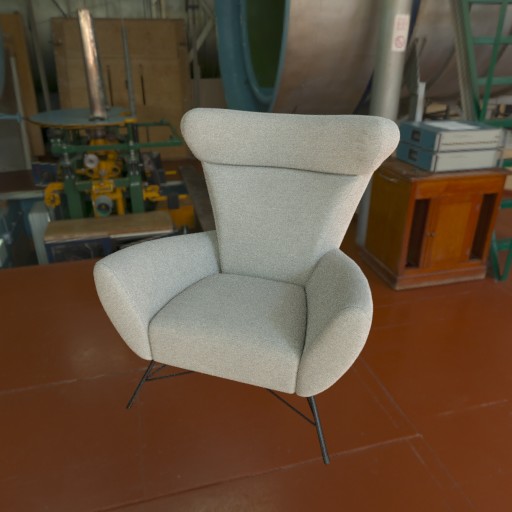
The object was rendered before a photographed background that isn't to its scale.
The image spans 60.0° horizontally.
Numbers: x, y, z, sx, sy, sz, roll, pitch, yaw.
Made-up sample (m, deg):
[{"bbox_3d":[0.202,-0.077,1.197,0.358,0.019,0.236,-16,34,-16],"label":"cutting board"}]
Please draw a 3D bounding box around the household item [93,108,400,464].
[{"bbox_3d":[0.000,0.000,1.794,0.980,1.050,0.900,8,27,17],"label":"household item"}]
